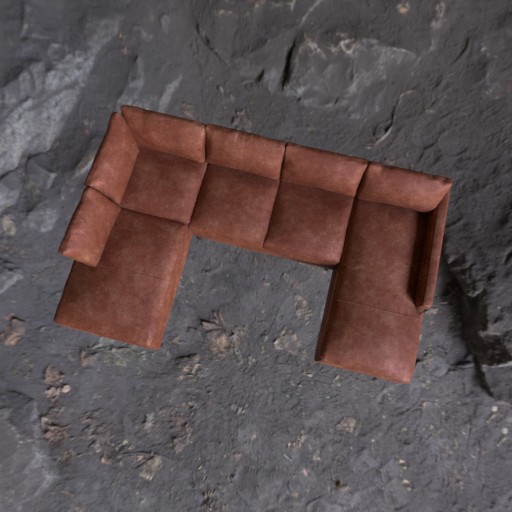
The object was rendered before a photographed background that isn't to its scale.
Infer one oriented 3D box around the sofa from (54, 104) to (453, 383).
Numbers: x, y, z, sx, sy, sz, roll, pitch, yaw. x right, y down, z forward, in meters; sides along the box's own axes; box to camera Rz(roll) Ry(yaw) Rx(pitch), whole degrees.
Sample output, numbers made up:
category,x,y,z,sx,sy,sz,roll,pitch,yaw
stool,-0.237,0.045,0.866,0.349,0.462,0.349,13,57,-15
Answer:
category,x,y,z,sx,sy,sz,roll,pitch,yaw
sofa,0.000,0.000,3.804,2.956,0.900,1.939,14,76,3
